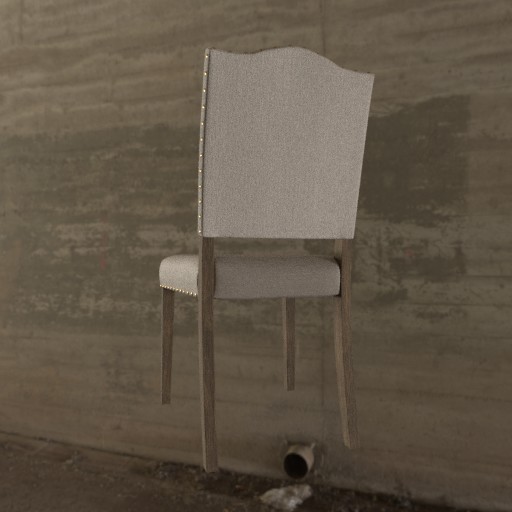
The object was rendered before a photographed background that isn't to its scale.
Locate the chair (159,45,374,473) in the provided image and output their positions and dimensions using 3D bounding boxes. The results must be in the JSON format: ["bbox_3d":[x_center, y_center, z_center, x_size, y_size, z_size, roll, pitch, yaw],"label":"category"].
[{"bbox_3d":[0.000,0.000,1.342,0.508,1.020,0.620,0,0,-19],"label":"chair"}]
